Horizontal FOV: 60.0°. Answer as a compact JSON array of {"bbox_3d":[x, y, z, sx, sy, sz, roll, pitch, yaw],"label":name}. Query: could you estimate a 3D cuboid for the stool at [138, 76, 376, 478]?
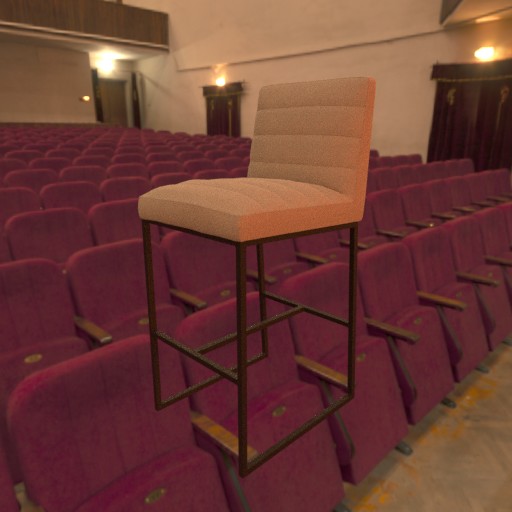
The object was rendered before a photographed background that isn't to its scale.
[{"bbox_3d":[0.000,0.000,1.384,0.573,1.061,0.464,-15,22,-42],"label":"stool"}]
